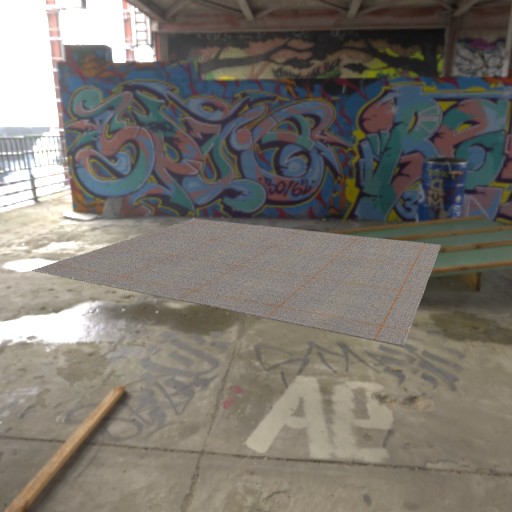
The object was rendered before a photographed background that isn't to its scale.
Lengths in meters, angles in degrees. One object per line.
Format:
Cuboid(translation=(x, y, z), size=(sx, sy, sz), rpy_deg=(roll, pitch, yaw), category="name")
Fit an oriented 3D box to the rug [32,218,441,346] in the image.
Cuboid(translation=(0.000, 0.000, 4.166), size=(3.051, 0.021, 2.448), rpy_deg=(8, 18, 25), category="rug")
